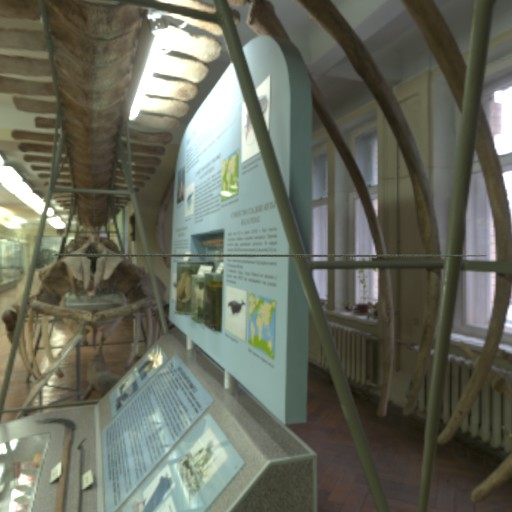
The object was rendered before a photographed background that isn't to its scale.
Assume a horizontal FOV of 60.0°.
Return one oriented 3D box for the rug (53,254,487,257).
[{"bbox_3d":[0.000,0.000,2.323,1.854,0.006,1.234,0,0,-20],"label":"rug"}]
